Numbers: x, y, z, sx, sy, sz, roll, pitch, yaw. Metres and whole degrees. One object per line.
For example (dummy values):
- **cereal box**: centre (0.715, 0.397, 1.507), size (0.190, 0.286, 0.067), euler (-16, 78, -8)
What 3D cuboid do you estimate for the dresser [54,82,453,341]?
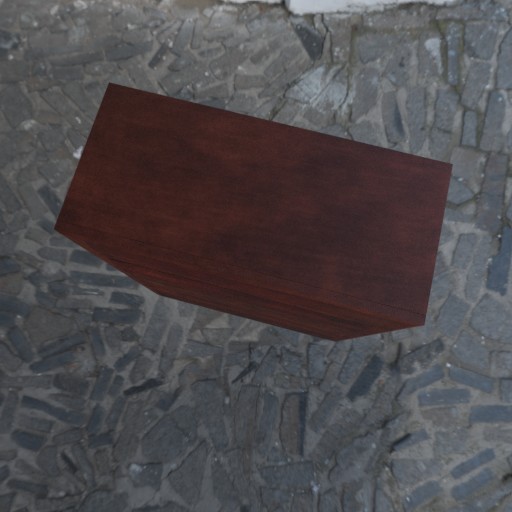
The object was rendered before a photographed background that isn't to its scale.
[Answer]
- **dresser**: centre (0.000, 0.000, 2.025), size (1.072, 1.514, 0.506), euler (14, 78, 3)
